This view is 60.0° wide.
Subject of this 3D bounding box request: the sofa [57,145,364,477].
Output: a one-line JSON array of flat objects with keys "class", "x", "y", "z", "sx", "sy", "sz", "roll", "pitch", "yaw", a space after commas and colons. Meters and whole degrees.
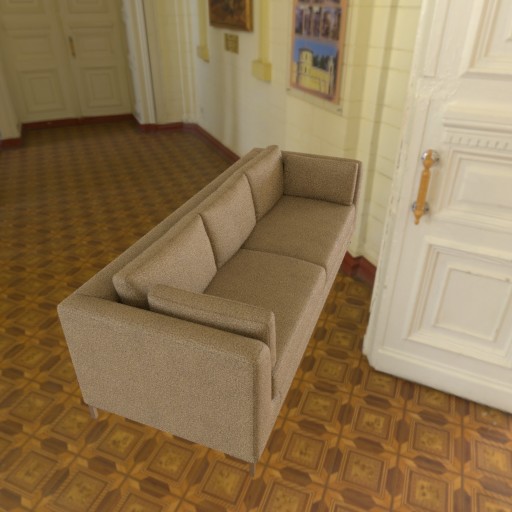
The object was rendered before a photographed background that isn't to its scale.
[{"class": "sofa", "x": 0.000, "y": 0.000, "z": 2.931, "sx": 0.969, "sy": 0.867, "sz": 2.415, "roll": 11, "pitch": 33, "yaw": 18}]
